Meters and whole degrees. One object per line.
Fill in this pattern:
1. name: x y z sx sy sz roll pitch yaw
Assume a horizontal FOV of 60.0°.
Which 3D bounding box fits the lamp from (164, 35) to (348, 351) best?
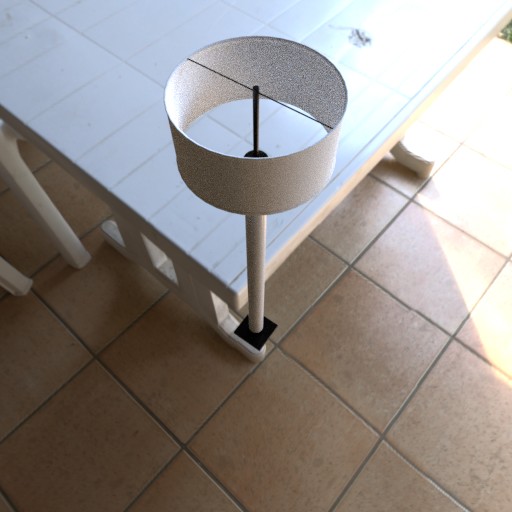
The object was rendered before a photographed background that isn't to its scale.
1. lamp: 0.000 0.000 1.631 0.420 1.475 0.420 32 64 18
